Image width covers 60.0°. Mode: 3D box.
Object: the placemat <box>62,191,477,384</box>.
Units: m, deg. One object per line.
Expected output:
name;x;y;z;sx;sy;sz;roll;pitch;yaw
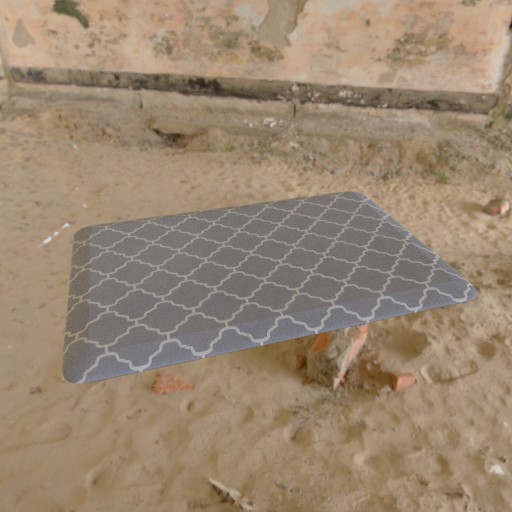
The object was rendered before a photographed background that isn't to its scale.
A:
placemat;0.000;0.000;0.953;0.762;0.021;0.508;-9;34;-14
